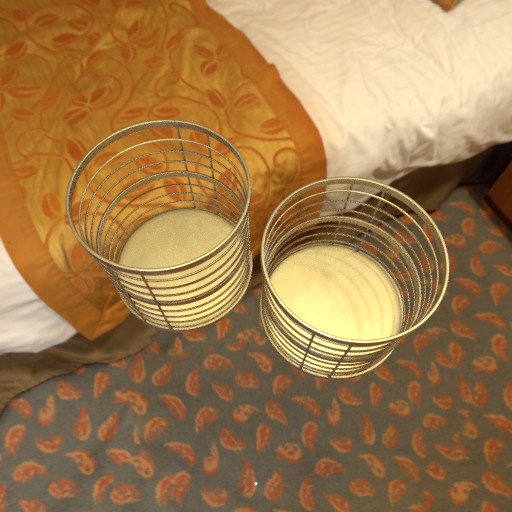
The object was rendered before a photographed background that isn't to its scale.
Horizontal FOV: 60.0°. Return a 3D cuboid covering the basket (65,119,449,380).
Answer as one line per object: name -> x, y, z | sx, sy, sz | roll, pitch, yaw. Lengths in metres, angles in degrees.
basket -> 0.000, 0.000, 0.983 | 0.746, 0.351, 0.356 | 15, 64, 8
